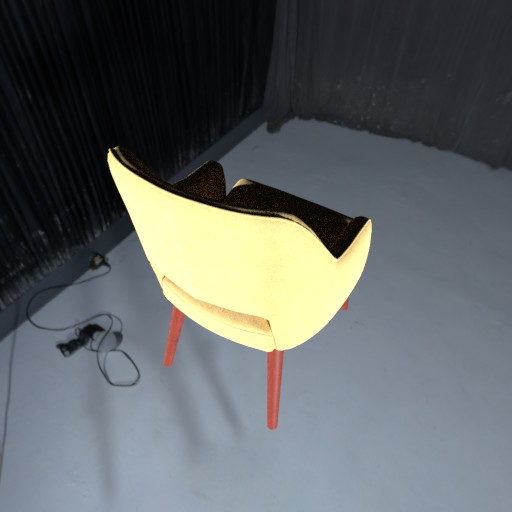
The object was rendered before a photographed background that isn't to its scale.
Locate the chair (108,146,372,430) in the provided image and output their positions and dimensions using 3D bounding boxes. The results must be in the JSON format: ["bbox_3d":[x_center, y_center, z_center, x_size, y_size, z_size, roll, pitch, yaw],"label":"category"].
[{"bbox_3d":[0.000,0.000,1.251,0.548,0.849,0.605,24,51,21],"label":"chair"}]
